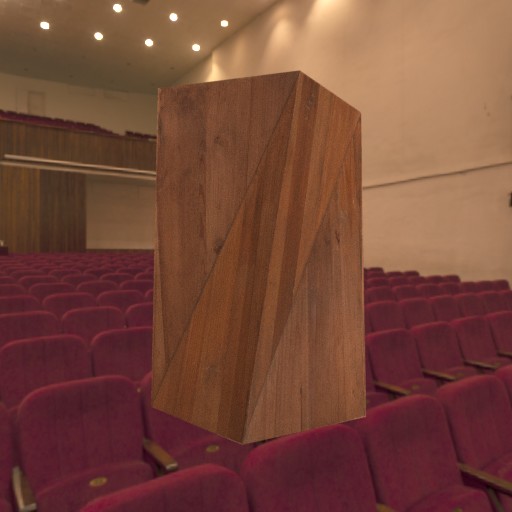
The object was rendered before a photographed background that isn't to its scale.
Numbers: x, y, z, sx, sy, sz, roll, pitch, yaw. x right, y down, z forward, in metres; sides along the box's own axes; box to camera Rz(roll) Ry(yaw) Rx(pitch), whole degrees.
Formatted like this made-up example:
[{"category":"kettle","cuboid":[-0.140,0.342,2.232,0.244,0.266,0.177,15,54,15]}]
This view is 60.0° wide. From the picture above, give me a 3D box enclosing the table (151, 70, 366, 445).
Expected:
[{"category":"table","cuboid":[0.000,0.000,0.929,0.441,0.604,0.425,0,0,-35]}]
